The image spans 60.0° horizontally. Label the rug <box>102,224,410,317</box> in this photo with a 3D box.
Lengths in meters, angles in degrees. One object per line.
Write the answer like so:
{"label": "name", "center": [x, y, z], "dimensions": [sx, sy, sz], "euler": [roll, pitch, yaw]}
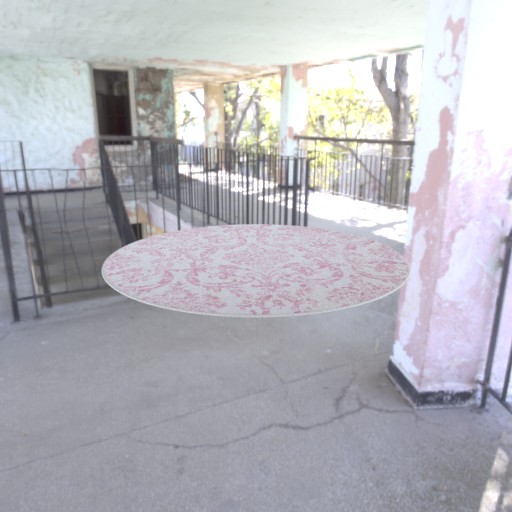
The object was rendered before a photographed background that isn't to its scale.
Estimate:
{"label": "rug", "center": [0.000, 0.000, 2.411], "dimensions": [1.593, 0.012, 1.593], "euler": [0, 16, 0]}
